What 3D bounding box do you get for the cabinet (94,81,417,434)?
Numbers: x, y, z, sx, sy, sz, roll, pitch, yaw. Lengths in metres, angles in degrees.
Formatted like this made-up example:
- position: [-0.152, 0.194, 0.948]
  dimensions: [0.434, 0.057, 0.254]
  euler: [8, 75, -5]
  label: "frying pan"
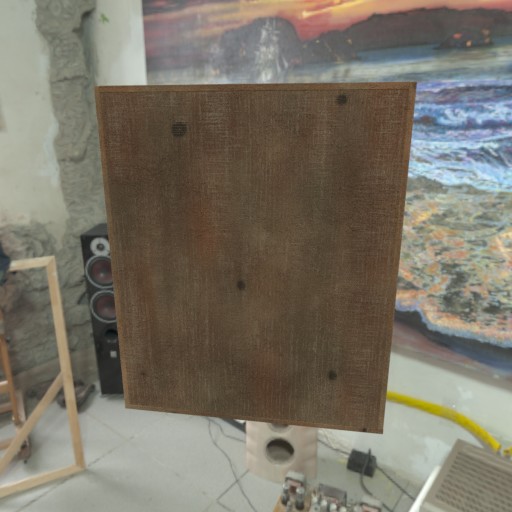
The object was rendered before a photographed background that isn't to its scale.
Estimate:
- position: [0.000, 0.000, 0.832]
  dimensions: [0.489, 0.590, 0.184]
  euler: [3, 17, 9]
  label: "cabinet"
